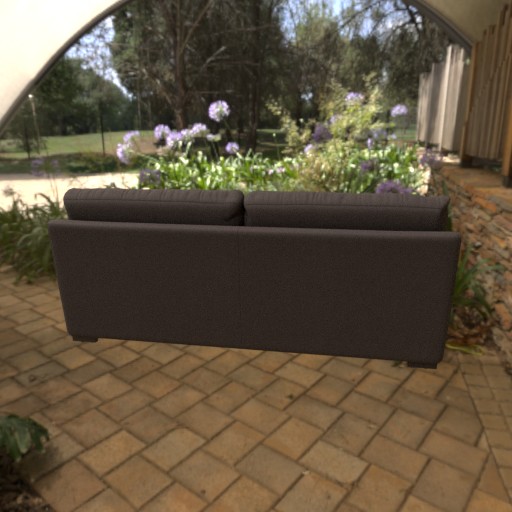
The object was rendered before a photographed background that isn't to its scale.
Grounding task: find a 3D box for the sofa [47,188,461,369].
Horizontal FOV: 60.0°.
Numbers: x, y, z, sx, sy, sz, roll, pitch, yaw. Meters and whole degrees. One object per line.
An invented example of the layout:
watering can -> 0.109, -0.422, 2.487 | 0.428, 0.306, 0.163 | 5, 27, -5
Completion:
sofa -> 0.000, 0.000, 2.910 | 2.271, 0.950, 1.140 | 2, 15, 9
